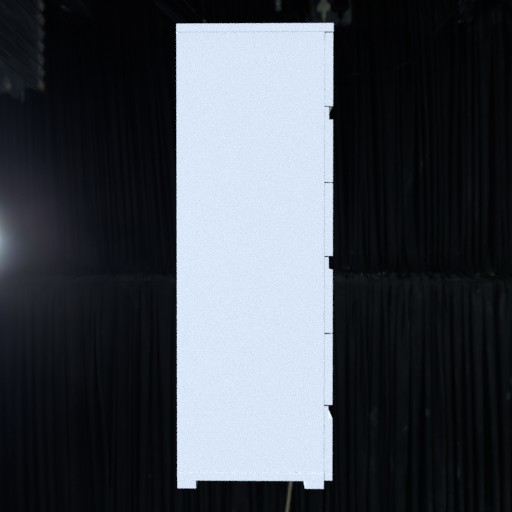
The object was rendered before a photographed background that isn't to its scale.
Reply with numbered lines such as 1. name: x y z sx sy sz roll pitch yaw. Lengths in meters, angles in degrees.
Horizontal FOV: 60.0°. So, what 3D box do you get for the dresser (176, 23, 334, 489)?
1. dresser: 0.000 0.000 1.458 0.400 1.190 0.650 0 1 0
